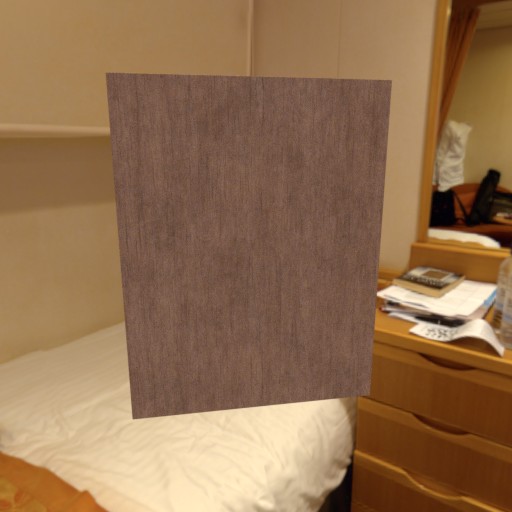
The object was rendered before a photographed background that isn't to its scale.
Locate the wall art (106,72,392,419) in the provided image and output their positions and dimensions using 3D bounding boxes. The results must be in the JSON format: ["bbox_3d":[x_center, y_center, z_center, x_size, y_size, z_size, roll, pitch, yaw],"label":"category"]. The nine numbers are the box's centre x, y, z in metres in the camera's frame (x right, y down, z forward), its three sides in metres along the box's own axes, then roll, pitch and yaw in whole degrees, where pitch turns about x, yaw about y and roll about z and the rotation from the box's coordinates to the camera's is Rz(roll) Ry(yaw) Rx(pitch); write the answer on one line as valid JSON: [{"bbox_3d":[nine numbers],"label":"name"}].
[{"bbox_3d":[0.000,0.000,0.907,0.534,0.686,0.018,-3,14,-10],"label":"wall art"}]
